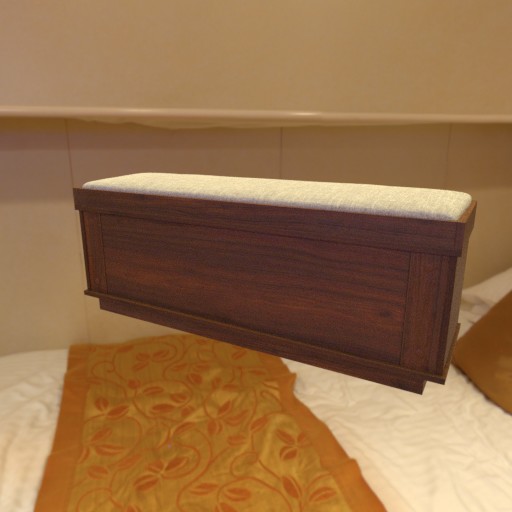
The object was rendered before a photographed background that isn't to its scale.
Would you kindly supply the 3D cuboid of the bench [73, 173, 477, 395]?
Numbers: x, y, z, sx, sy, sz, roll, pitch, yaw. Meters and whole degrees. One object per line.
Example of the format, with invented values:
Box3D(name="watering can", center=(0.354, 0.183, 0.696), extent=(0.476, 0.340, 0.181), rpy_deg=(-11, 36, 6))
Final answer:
Box3D(name="bench", center=(0.000, 0.000, 1.403), extent=(1.196, 0.468, 0.367), rpy_deg=(9, 18, 28))
